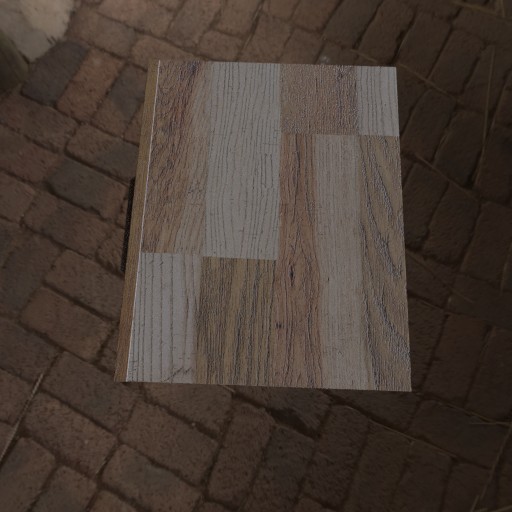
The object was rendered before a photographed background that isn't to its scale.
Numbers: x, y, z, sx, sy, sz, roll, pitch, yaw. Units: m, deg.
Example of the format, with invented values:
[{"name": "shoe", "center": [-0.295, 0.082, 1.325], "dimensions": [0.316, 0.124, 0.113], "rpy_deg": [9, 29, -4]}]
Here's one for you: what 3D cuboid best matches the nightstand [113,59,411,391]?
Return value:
[{"name": "nightstand", "center": [0.000, 0.000, 1.032], "dimensions": [0.481, 0.632, 0.558], "rpy_deg": [2, 76, 0]}]
